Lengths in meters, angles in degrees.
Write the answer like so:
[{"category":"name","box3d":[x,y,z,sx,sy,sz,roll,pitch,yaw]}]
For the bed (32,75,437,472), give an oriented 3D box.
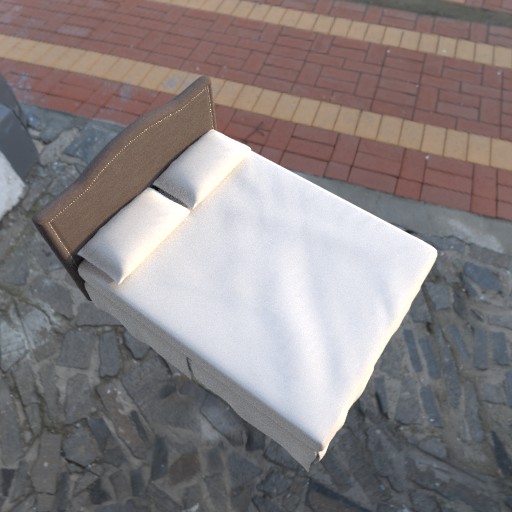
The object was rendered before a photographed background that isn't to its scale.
[{"category":"bed","box3d":[0.000,0.000,3.848,2.689,1.457,2.161,31,64,17]}]
